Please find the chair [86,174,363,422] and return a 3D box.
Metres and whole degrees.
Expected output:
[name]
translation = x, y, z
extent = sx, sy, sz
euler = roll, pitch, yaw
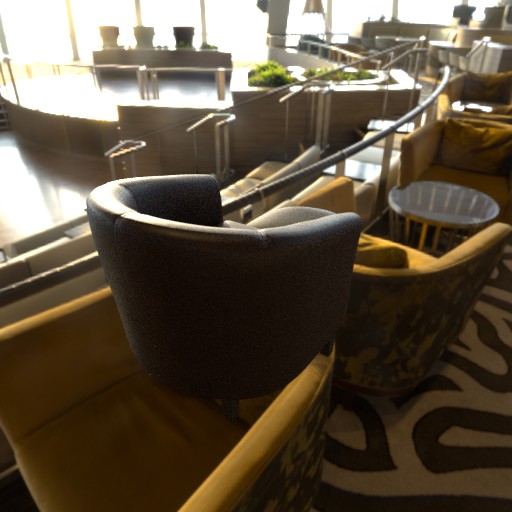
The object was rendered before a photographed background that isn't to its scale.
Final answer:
[chair]
translation = 0.000, 0.000, 1.672
extent = 0.737, 0.755, 1.176
euler = 20, 36, 30
